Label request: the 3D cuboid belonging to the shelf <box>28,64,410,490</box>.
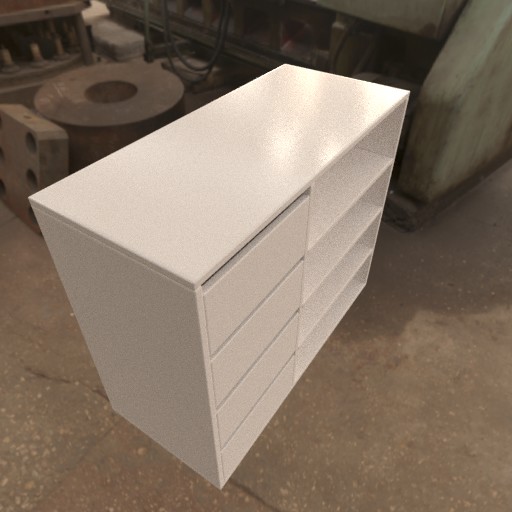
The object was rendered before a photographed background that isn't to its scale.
[{"bbox_3d":[0.000,0.000,1.240,0.396,0.732,0.895,24,47,25],"label":"shelf"}]
